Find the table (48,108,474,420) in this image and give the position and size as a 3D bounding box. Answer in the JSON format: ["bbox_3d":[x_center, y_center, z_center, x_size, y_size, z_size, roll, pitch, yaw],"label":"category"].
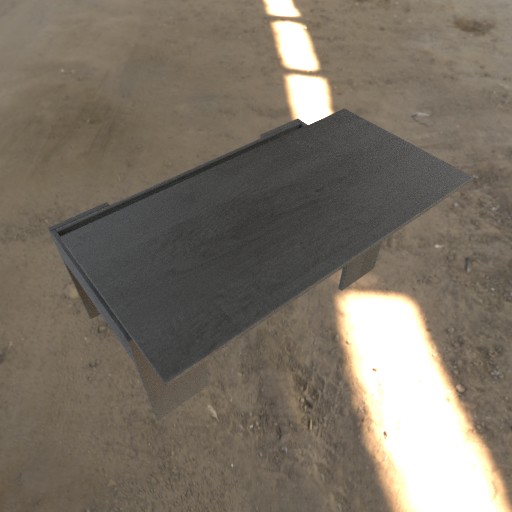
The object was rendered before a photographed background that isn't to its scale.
[{"bbox_3d":[0.000,0.000,1.426,1.000,0.570,0.711,-30,54,-25],"label":"table"}]
